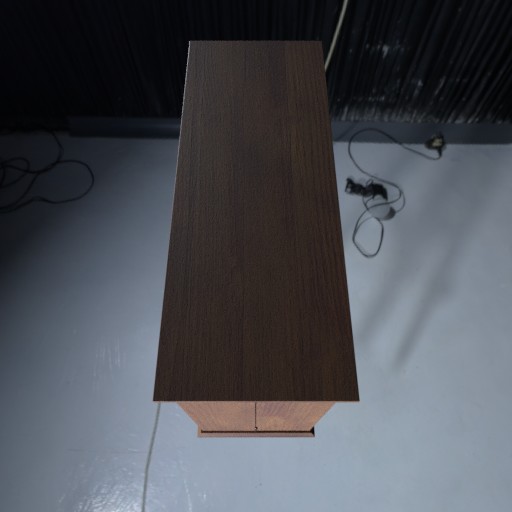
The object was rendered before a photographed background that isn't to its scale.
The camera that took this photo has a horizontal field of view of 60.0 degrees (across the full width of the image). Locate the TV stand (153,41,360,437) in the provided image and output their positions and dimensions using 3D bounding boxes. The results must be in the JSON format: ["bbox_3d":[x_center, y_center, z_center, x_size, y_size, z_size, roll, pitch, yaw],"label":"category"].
[{"bbox_3d":[0.000,0.000,1.475,0.406,0.813,1.067,0,62,0],"label":"TV stand"}]
